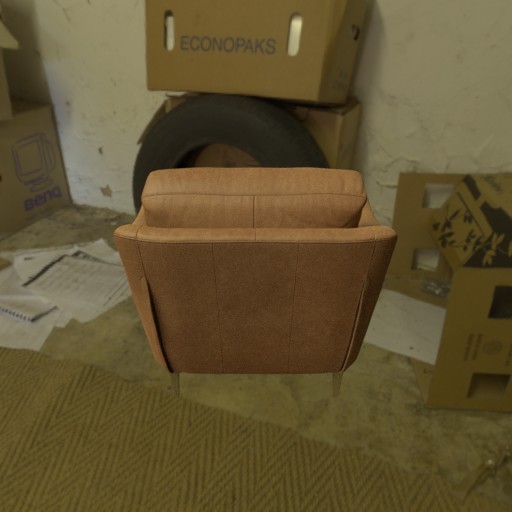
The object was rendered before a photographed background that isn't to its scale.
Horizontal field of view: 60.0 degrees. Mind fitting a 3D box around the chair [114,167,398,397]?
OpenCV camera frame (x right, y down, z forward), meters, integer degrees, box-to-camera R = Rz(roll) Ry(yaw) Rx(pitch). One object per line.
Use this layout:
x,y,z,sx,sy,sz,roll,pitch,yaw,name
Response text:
0.000,0.000,1.760,0.988,0.895,0.963,0,30,0,chair
